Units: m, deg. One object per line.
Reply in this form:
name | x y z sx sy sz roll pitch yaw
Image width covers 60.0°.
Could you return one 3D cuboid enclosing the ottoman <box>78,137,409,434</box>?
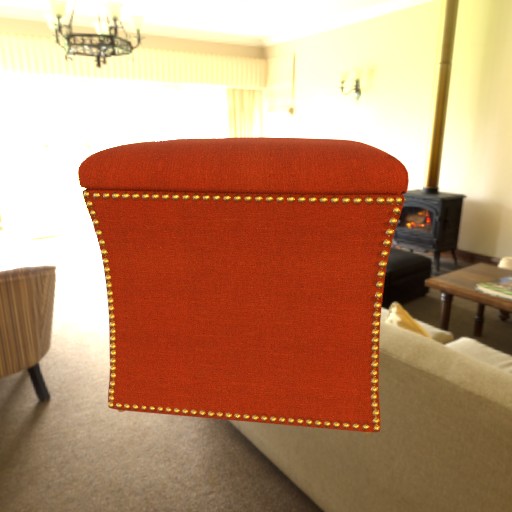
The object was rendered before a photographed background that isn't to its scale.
ottoman | 0.000 0.000 0.917 0.507 0.475 0.497 2 16 8
